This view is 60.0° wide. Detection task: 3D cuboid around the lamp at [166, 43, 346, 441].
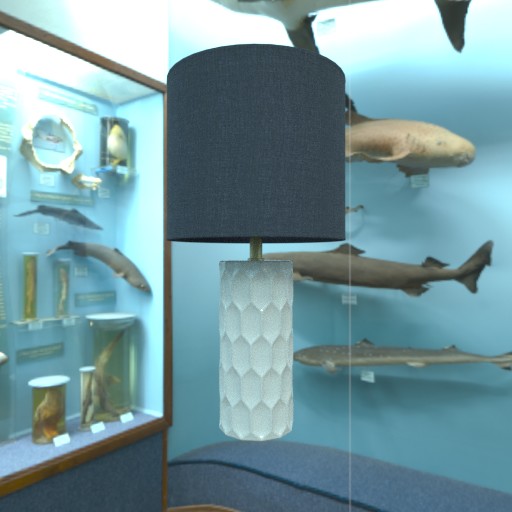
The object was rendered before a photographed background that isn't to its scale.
[{"bbox_3d":[0.000,0.000,0.697,0.277,0.537,0.277,0,0,37],"label":"lamp"}]
